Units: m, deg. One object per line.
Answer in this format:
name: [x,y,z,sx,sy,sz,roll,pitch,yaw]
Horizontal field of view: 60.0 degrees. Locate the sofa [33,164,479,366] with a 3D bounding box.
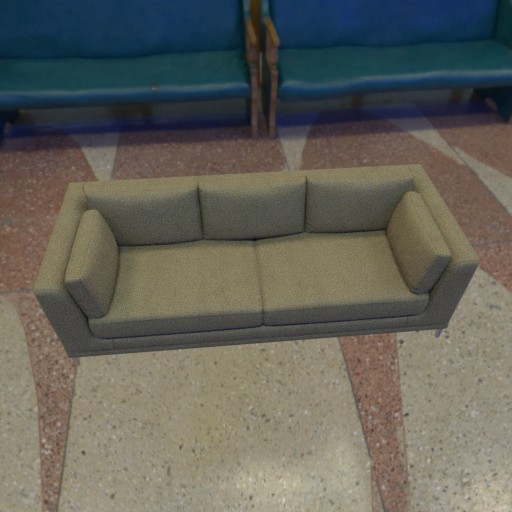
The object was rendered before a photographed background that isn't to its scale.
sofa: [0.000,0.000,2.908,2.415,0.867,0.969,-4,45,-4]
